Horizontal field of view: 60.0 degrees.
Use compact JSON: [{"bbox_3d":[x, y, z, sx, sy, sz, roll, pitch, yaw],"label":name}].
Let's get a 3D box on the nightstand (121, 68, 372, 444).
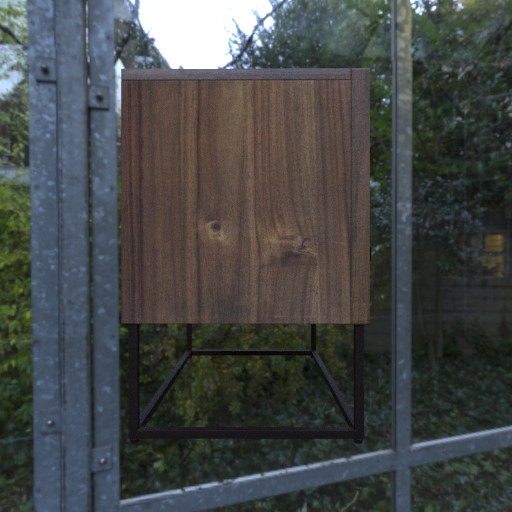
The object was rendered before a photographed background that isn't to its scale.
[{"bbox_3d":[0.000,0.000,1.021,0.437,0.610,0.610,0,0,0],"label":"nightstand"}]
